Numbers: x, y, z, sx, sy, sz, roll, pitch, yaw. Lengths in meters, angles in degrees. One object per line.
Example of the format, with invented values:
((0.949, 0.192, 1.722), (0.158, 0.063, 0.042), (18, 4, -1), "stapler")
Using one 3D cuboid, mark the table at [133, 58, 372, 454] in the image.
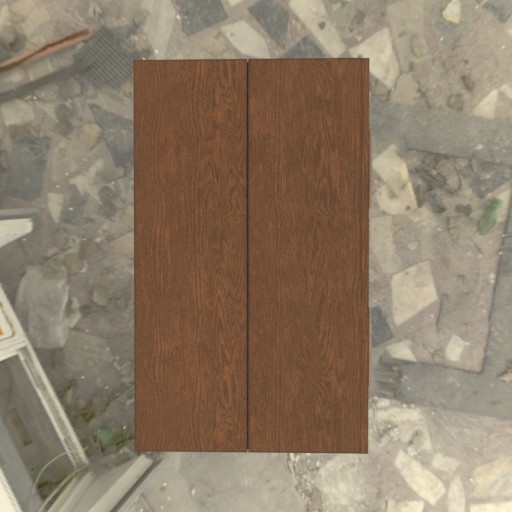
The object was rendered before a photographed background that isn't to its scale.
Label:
((0.000, 0.000, 1.493), (0.719, 0.361, 1.167), (0, 91, 1), "table")
